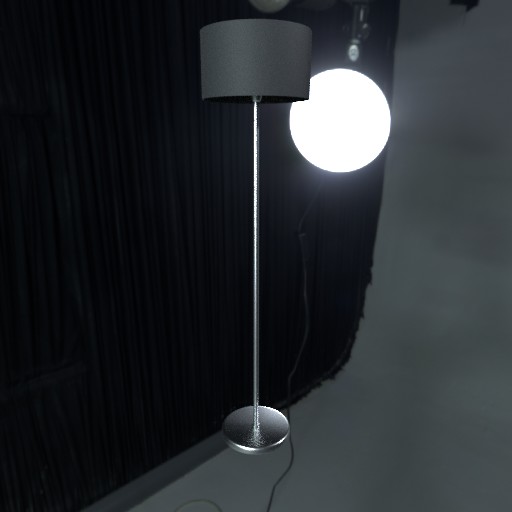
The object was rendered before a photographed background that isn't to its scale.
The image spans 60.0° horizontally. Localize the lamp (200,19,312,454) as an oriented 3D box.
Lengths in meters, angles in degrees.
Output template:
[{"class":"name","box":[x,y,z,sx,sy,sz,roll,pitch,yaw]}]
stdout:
[{"class":"lamp","box":[0.000,0.000,1.573,0.348,1.443,0.348,14,21,42]}]
